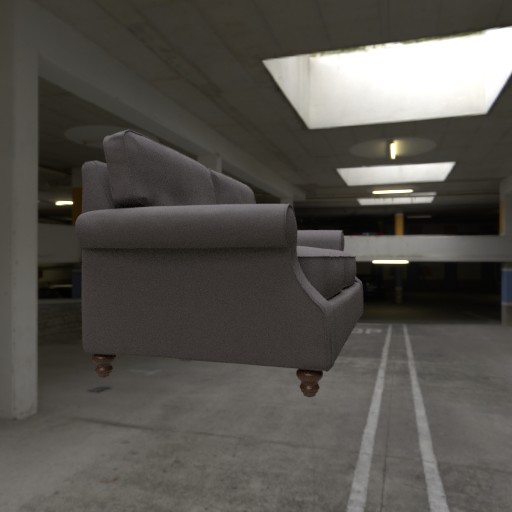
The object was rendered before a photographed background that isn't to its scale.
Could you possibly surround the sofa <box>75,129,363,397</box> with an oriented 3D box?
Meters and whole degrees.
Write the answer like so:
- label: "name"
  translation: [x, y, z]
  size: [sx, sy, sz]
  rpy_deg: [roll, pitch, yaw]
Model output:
- label: "sofa"
  translation: [0.000, 0.000, 2.241]
  size: [0.964, 0.937, 1.665]
  rpy_deg: [0, 0, 17]
